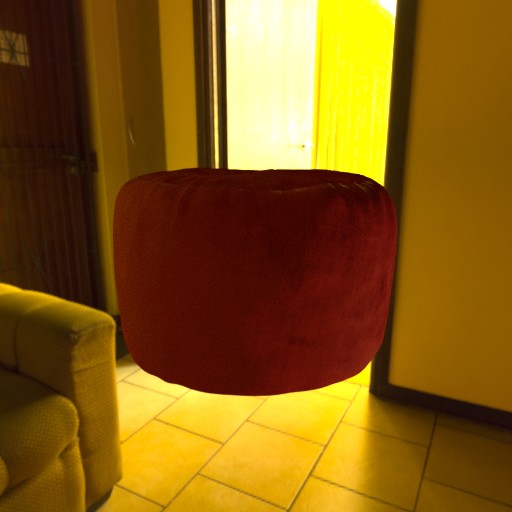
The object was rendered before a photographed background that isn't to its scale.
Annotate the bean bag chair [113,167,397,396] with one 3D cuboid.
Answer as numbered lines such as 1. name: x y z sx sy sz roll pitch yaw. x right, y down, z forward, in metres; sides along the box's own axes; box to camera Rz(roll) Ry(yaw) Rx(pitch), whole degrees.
1. bean bag chair: 0.000 0.000 1.996 1.219 0.762 1.219 0 14 0
